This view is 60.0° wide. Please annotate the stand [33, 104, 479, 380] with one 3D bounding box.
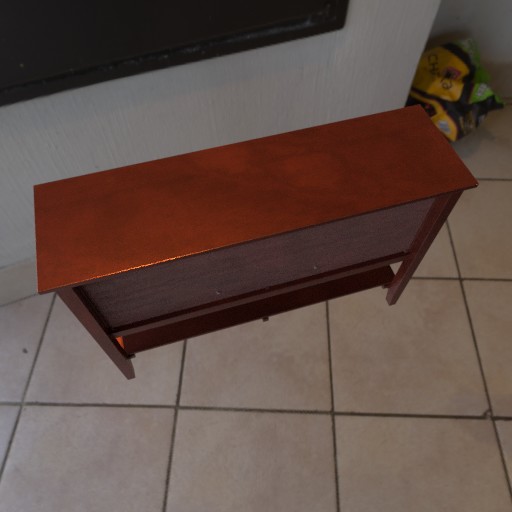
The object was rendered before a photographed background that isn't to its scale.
[{"bbox_3d":[0.000,0.000,1.780,1.362,0.872,0.410,-14,59,-9],"label":"stand"}]
